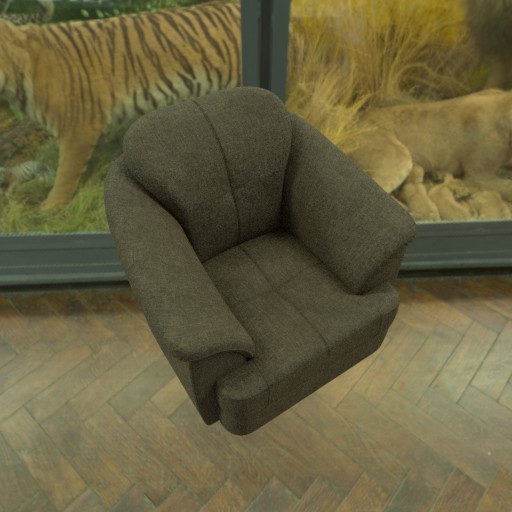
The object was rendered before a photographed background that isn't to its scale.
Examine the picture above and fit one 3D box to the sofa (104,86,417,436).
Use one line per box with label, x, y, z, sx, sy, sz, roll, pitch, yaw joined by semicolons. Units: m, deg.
sofa;0.000;0.000;1.492;0.870;0.811;0.794;-26;51;-22
